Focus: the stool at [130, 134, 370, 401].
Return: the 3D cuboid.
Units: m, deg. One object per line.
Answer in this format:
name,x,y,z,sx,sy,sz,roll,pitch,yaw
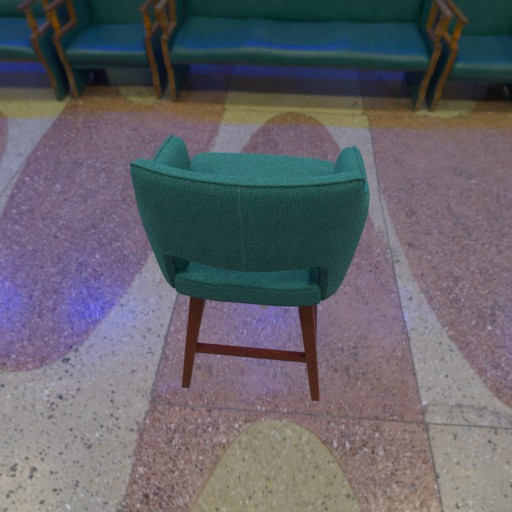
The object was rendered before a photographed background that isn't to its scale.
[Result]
stool,0.000,0.000,1.290,0.548,0.961,0.556,4,49,4
